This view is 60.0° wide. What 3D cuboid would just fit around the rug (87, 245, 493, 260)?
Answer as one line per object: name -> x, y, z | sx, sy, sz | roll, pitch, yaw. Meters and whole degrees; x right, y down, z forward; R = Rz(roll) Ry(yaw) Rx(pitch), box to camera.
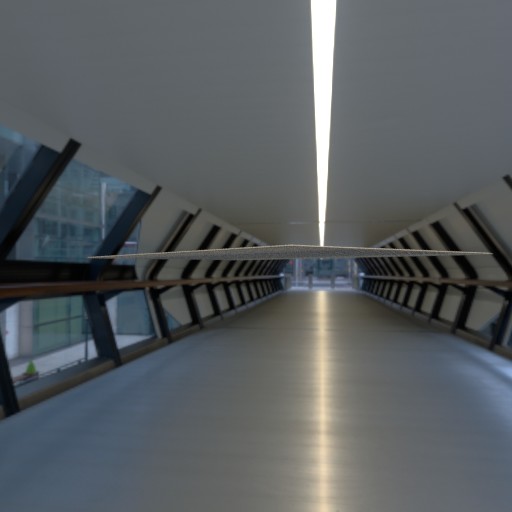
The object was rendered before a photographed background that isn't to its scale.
rug -> 0.000, 0.000, 3.039 | 1.541, 0.008, 2.448 | 1, -2, -37
